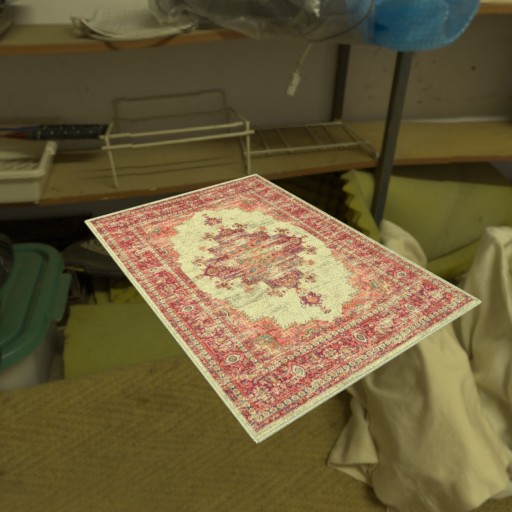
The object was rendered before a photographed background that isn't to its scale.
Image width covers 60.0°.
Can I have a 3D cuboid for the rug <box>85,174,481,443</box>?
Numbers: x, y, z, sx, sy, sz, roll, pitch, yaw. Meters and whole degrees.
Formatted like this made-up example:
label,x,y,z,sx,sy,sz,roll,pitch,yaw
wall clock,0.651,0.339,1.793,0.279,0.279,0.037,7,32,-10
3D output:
label,x,y,z,sx,sy,sz,roll,pitch,yaw
rug,0.000,0.000,2.265,1.217,0.011,1.747,-21,39,-29
